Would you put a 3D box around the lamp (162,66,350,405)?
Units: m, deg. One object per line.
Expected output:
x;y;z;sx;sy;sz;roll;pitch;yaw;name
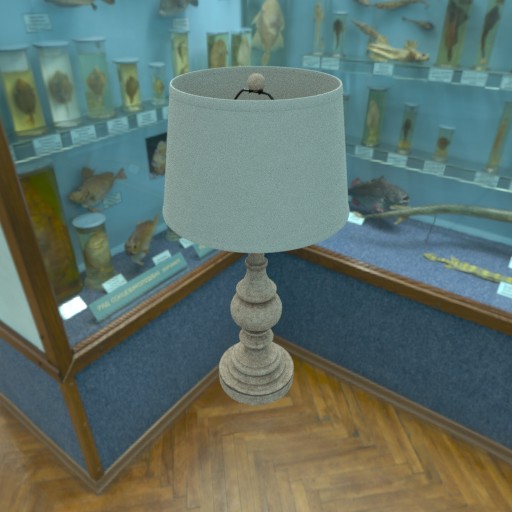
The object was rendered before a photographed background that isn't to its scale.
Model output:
0.000;0.000;0.878;0.340;0.678;0.340;0;32;0;lamp
